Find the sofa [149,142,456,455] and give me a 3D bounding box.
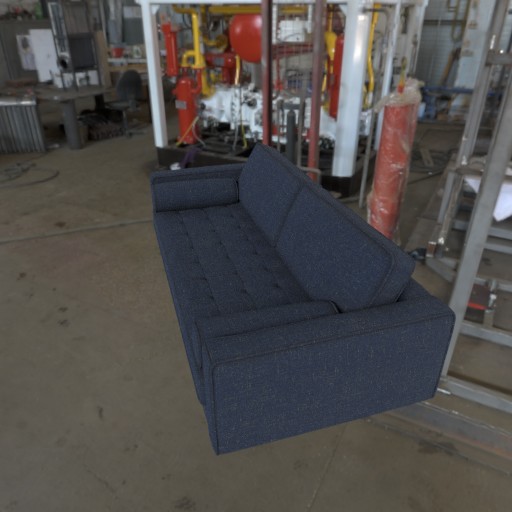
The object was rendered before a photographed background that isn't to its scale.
[{"bbox_3d":[0.000,0.000,2.300,0.914,0.762,1.880,-9,30,-15],"label":"sofa"}]
